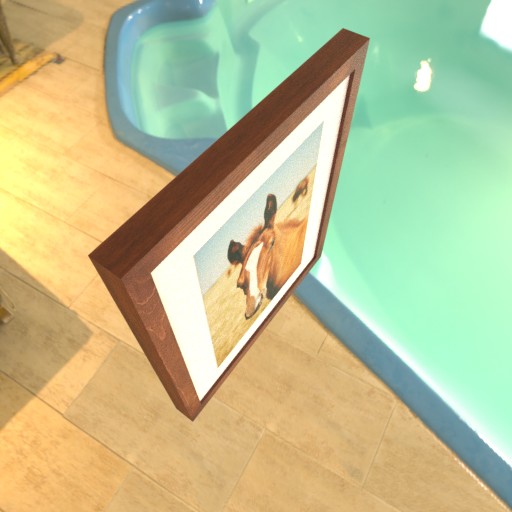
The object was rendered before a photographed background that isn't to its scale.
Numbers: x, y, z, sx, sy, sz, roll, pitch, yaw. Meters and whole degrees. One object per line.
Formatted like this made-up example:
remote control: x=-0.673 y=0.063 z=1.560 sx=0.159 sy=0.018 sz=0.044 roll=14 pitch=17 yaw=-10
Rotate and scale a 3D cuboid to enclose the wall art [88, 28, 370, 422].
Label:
wall art: x=0.000 y=0.000 z=0.516 sx=0.030 sy=0.381 sz=0.330 roll=31 pitch=62 yaw=19
